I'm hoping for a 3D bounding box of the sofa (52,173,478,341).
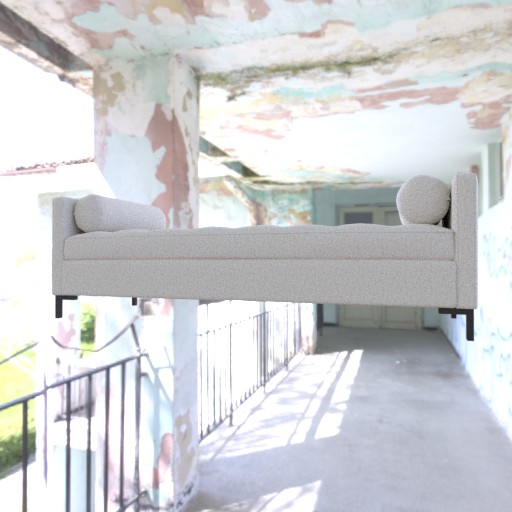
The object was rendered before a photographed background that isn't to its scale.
[{"bbox_3d":[0.000,0.000,2.286,1.985,0.641,0.746,0,0,19],"label":"sofa"}]
